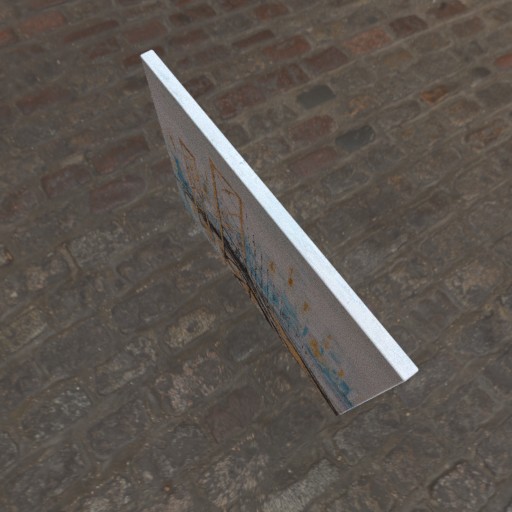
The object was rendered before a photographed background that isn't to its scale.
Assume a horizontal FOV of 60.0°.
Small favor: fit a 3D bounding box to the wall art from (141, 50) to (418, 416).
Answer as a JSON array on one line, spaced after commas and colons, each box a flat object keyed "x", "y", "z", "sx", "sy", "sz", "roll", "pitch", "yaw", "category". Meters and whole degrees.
[{"x": 0.000, "y": 0.000, "z": 1.340, "sx": 0.038, "sy": 0.762, "sz": 1.016, "roll": -32, "pitch": 69, "yaw": -14, "category": "wall art"}]
